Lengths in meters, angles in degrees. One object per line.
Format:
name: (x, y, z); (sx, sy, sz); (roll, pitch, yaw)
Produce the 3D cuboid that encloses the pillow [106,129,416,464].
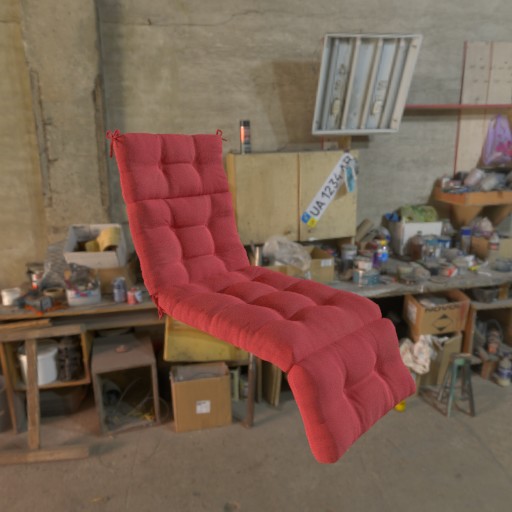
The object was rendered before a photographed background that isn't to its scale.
pillow: (0.000, 0.000, 1.514); (1.016, 0.863, 0.526); (13, 19, 42)
